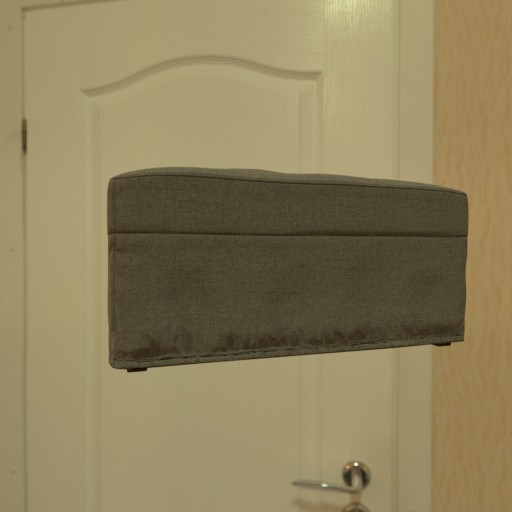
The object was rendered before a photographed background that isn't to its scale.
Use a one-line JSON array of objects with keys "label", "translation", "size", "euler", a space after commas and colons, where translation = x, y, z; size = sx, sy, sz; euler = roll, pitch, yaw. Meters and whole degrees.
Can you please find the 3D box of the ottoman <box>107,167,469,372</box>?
[{"label": "ottoman", "translation": [0.000, 0.000, 1.326], "size": [0.843, 0.436, 0.840], "euler": [0, 1, -18]}]
